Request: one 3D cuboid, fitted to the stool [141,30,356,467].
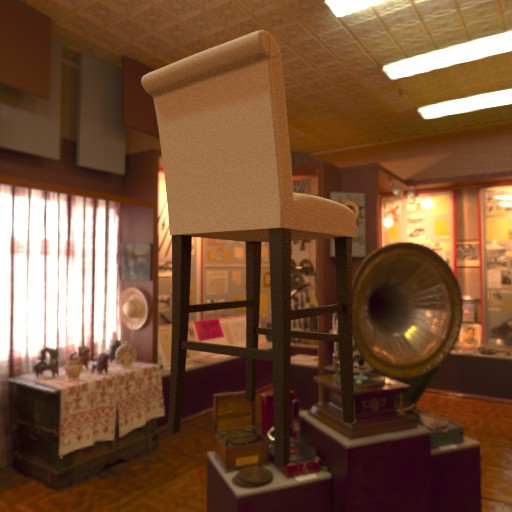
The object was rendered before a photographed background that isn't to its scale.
[{"bbox_3d":[0.000,0.000,1.441,0.452,1.124,0.597,-2,-3,36],"label":"stool"}]
